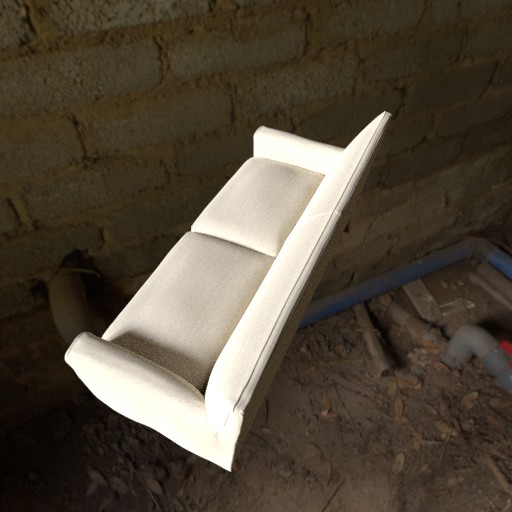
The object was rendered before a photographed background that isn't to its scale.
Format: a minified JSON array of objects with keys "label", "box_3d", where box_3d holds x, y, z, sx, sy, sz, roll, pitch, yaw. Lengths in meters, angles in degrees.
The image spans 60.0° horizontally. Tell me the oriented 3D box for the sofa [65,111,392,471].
[{"label":"sofa","box_3d":[0.000,0.000,2.392,0.841,0.907,2.001,18,49,17]}]
